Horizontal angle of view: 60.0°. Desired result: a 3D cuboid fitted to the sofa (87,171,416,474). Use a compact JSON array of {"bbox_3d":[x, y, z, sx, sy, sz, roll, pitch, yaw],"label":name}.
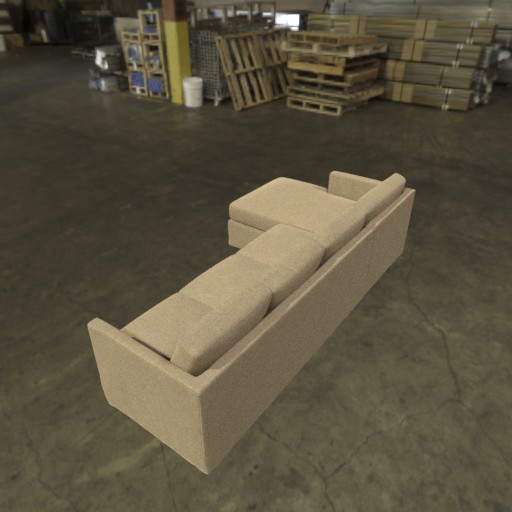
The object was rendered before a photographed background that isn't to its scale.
[{"bbox_3d":[0.000,0.000,3.860,1.638,0.920,3.198,21,38,30],"label":"sofa"}]
